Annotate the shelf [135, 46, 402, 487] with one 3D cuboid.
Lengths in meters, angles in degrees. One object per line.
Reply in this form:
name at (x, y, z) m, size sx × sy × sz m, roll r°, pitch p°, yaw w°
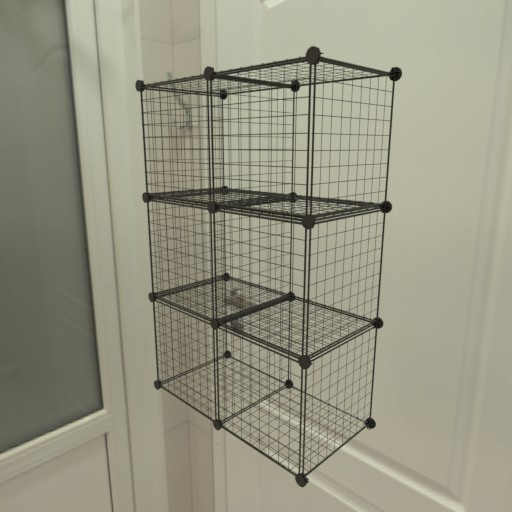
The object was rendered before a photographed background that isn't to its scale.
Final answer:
shelf at (0.000, 0.000, 1.391) m, size 0.711 × 1.067 × 0.356 m, roll 13°, pitch 19°, yaw 43°
